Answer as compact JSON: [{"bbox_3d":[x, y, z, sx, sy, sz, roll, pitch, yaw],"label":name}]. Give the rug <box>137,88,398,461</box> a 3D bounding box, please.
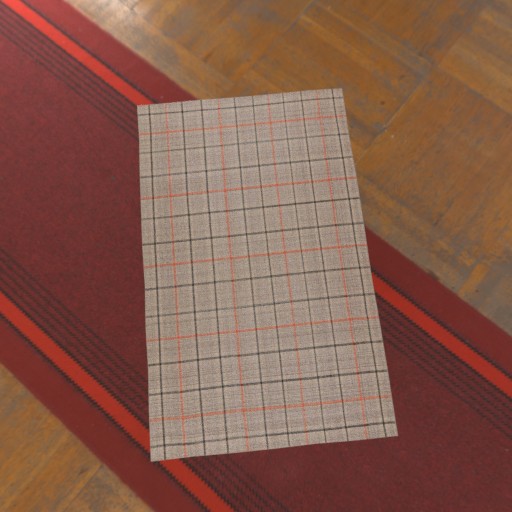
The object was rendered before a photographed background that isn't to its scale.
[{"bbox_3d":[0.000,0.000,2.999,1.524,0.015,2.439,-5,77,-1],"label":"rug"}]
